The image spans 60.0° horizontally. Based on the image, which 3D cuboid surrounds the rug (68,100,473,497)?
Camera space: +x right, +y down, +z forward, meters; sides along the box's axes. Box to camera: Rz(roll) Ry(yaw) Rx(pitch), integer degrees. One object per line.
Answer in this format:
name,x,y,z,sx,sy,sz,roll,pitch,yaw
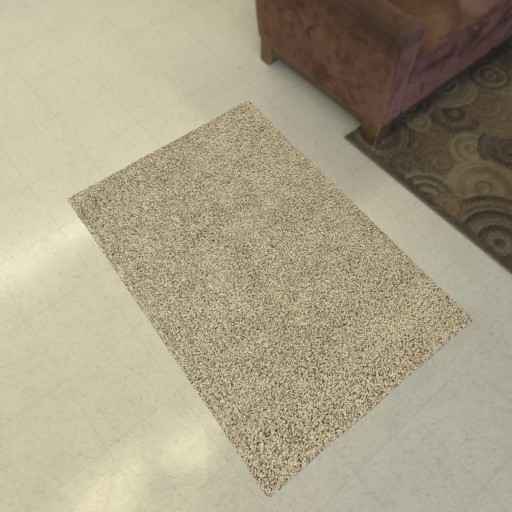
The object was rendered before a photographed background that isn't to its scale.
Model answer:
rug,0.000,0.000,2.237,1.219,0.030,1.778,-34,68,-16
